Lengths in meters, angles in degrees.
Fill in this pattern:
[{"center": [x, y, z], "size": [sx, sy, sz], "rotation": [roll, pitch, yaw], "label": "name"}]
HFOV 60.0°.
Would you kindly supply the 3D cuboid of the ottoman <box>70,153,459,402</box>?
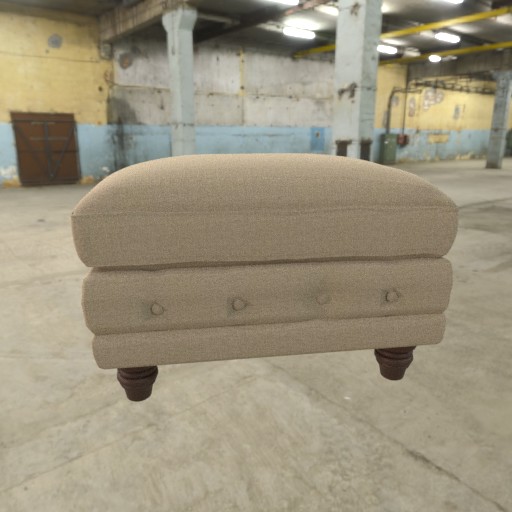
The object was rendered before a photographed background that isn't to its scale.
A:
[{"center": [0.000, 0.000, 1.023], "size": [0.684, 0.463, 0.541], "rotation": [-2, 14, -8], "label": "ottoman"}]
